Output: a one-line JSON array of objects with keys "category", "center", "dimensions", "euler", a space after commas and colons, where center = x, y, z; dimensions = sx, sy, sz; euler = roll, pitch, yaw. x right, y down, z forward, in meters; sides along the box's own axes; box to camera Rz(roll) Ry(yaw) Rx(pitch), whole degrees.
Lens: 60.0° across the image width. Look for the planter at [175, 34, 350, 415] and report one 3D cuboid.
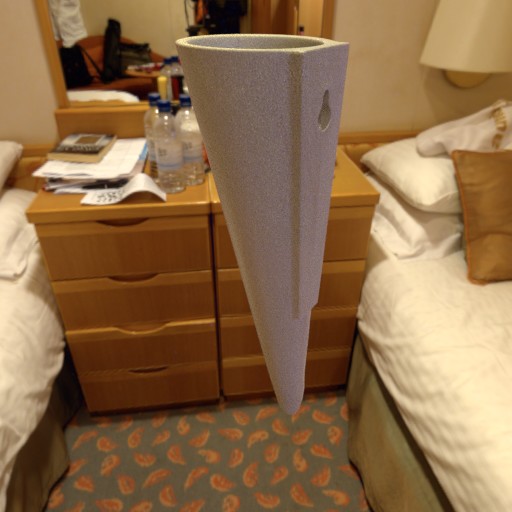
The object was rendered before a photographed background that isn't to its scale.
[{"category": "planter", "center": [0.000, 0.000, 0.218], "dimensions": [0.064, 0.191, 0.057], "euler": [21, 37, 30]}]
